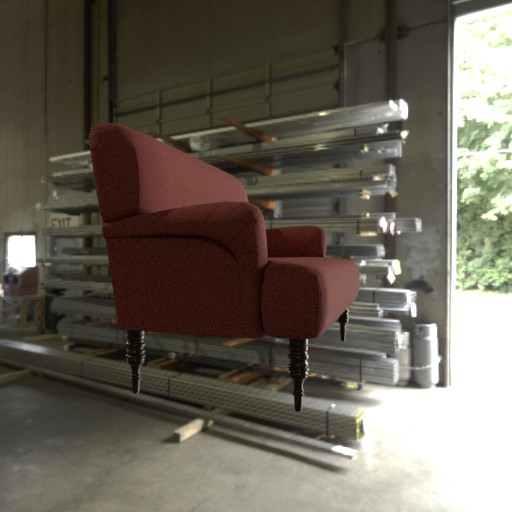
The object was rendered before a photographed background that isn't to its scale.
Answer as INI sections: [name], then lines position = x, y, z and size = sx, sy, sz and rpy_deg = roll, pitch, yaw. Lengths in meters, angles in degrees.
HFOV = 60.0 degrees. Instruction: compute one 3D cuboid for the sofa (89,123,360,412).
[sofa]
position = 0.000, 0.000, 1.880
size = 0.779, 0.889, 1.297
rpy_deg = 0, 0, 18
